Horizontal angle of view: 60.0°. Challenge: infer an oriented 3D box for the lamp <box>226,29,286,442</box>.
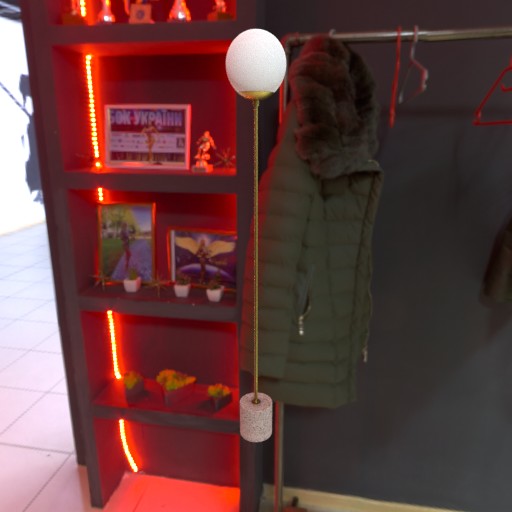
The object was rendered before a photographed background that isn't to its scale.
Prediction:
[{"bbox_3d":[0.000,0.000,1.884,0.229,1.748,0.229,14,21,41],"label":"lamp"}]
